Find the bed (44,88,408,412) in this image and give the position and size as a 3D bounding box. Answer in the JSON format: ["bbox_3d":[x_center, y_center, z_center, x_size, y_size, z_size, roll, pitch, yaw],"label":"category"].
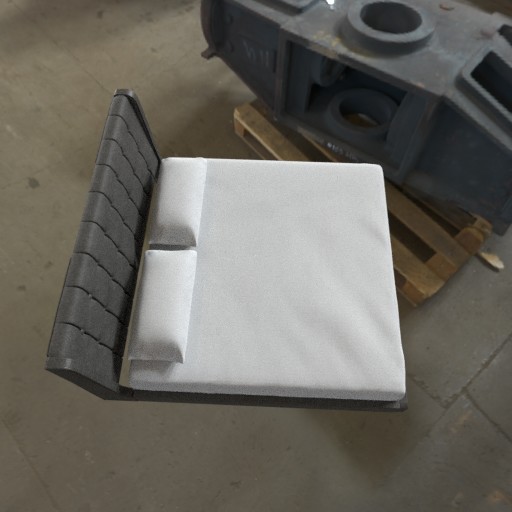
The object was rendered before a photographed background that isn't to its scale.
[{"bbox_3d":[0.000,0.000,3.084,2.031,1.158,1.903,2,63,1],"label":"bed"}]
